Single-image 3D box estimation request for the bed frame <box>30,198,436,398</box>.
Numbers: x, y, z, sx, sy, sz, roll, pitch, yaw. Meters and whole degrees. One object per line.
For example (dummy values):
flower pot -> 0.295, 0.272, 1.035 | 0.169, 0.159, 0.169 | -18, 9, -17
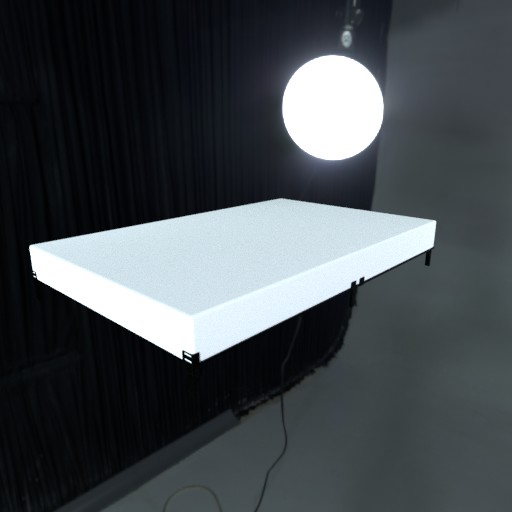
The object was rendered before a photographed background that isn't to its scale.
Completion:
bed frame -> 0.000, 0.000, 3.828 | 1.930, 0.440, 2.987 | 15, 22, 41
